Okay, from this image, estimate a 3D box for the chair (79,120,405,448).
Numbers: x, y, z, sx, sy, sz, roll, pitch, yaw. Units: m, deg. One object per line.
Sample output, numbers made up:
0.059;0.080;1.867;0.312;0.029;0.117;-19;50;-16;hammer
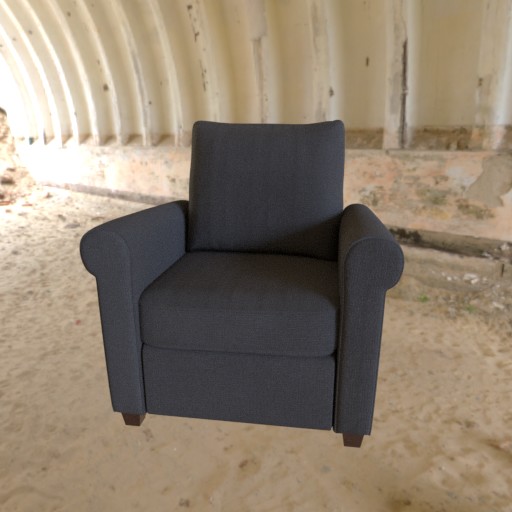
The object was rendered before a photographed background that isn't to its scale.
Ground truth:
0.000;0.000;1.574;0.867;0.942;0.828;2;15;8;chair
